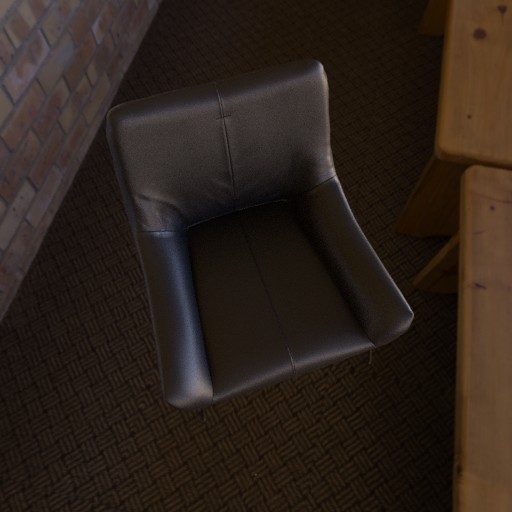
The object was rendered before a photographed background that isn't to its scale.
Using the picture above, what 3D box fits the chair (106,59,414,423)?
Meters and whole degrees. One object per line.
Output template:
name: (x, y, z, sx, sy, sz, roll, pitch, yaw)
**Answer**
chair: (0.000, 0.000, 1.553, 0.836, 0.922, 0.826, -17, 65, -8)
